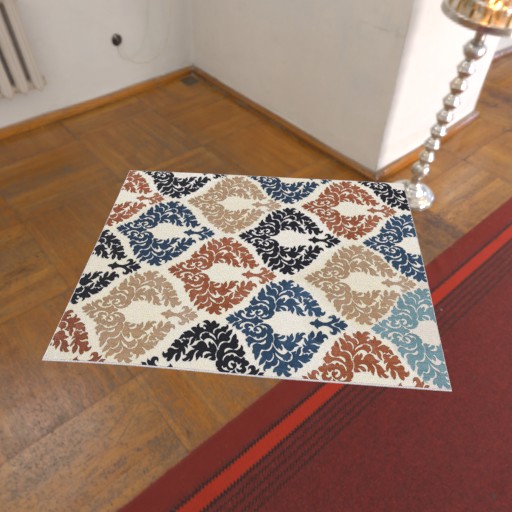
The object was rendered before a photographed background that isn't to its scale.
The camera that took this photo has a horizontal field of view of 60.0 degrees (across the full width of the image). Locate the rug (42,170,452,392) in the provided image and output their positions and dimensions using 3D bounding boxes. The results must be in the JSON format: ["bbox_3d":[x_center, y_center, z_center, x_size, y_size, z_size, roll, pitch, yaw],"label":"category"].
[{"bbox_3d":[0.000,0.000,4.078,3.040,0.014,2.423,3,47,3],"label":"rug"}]
